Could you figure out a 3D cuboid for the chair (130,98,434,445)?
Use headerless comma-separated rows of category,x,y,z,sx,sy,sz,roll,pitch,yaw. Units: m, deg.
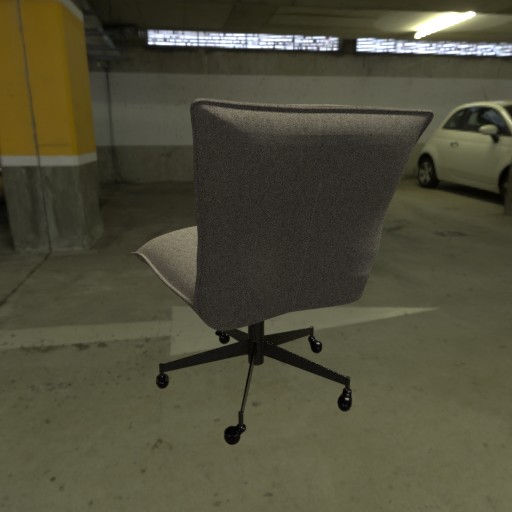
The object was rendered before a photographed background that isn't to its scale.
chair,0.000,0.000,1.288,0.597,0.811,0.696,-8,18,-26
